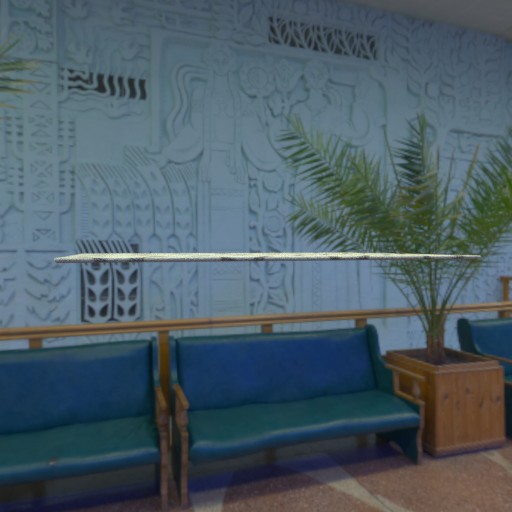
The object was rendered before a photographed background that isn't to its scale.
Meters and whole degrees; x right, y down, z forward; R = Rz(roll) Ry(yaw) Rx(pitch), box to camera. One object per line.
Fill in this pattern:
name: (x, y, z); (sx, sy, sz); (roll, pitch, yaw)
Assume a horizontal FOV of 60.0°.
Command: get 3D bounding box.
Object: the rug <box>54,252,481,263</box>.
rug: (0.000, 0.000, 3.507); (2.701, 0.026, 1.801); (0, 1, -17)
